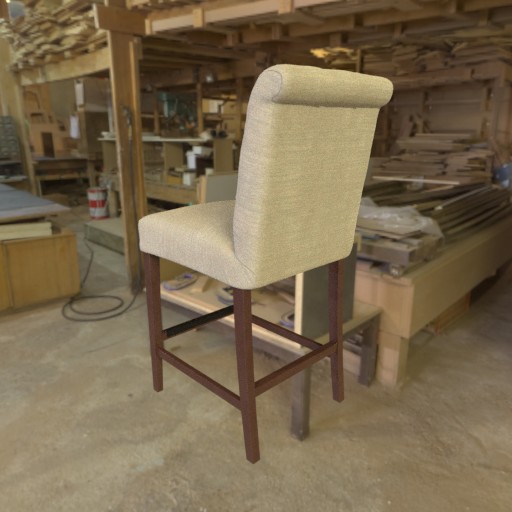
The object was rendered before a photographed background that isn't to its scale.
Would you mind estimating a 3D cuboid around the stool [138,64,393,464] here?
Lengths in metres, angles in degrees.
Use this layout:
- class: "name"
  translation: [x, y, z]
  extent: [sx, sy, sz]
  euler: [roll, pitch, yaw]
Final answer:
- class: "stool"
  translation: [0.000, 0.000, 1.448]
  extent: [0.486, 1.084, 0.660]
  euler: [-16, 23, -42]
